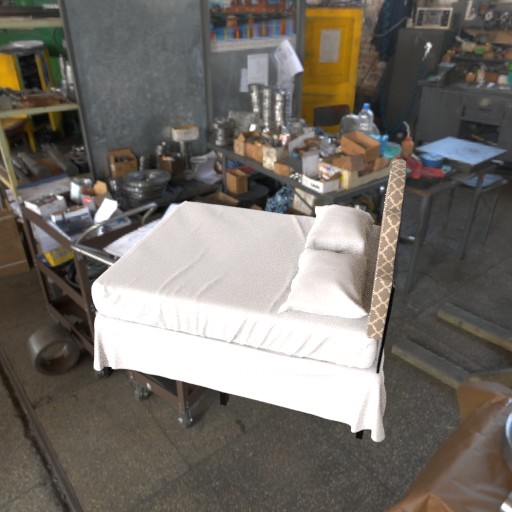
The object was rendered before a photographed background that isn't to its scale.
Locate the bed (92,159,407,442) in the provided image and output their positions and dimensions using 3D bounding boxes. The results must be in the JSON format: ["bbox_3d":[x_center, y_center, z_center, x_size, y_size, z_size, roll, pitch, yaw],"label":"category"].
[{"bbox_3d":[0.000,0.000,3.423,2.222,1.633,1.780,9,31,15],"label":"bed"}]
